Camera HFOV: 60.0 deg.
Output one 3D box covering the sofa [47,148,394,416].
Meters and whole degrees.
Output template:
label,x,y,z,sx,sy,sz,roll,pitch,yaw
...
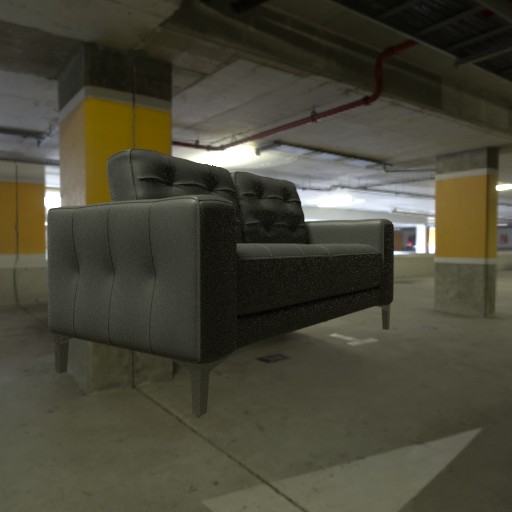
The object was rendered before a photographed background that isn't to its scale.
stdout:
label,x,y,z,sx,sy,sz,roll,pitch,yaw
sofa,0.000,0.000,2.180,0.833,0.892,1.726,1,2,36
